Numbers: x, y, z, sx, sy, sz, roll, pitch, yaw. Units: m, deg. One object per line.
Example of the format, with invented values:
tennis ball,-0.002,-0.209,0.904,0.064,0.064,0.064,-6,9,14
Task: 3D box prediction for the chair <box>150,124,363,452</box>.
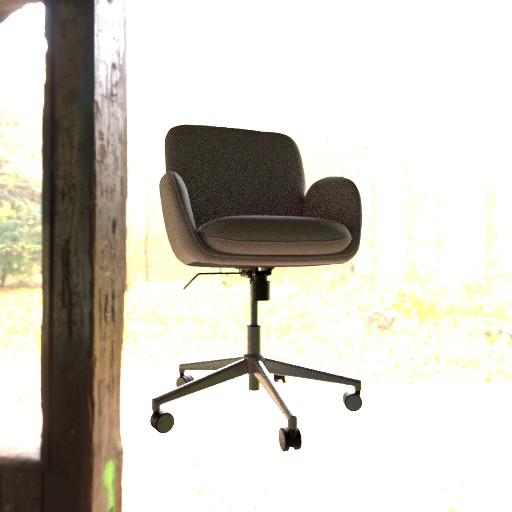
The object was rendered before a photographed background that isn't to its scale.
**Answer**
chair,0.000,0.000,1.370,0.648,0.959,0.633,0,0,-17
